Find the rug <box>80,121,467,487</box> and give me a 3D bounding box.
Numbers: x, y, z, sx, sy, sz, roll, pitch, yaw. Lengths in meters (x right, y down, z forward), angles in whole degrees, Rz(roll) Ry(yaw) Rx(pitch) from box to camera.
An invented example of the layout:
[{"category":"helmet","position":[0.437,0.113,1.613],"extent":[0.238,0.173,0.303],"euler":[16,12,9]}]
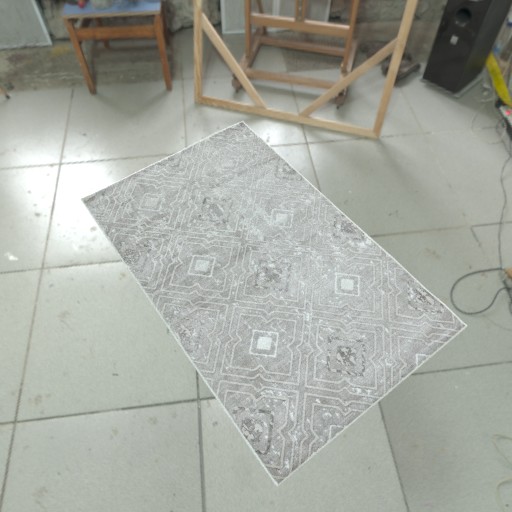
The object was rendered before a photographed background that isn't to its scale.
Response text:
[{"category":"rug","position":[0.000,0.000,3.090],"extent":[1.537,0.036,2.447],"euler":[-31,62,-19]}]
